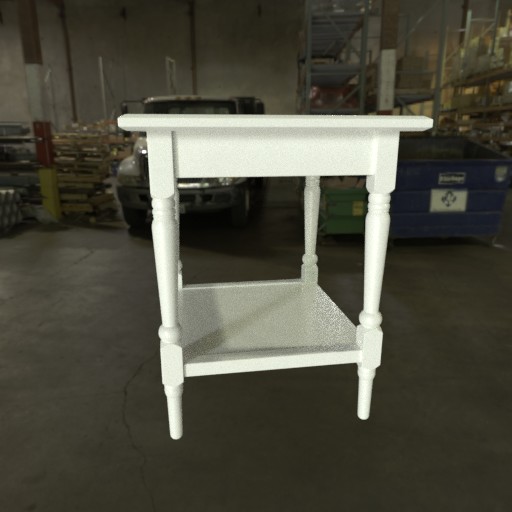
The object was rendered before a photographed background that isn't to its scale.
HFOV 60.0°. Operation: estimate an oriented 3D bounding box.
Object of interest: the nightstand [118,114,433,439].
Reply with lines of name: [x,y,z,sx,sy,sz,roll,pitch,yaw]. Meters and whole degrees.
nightstand: [0.000,0.000,0.944,0.459,0.555,0.505,-2,16,-9]
